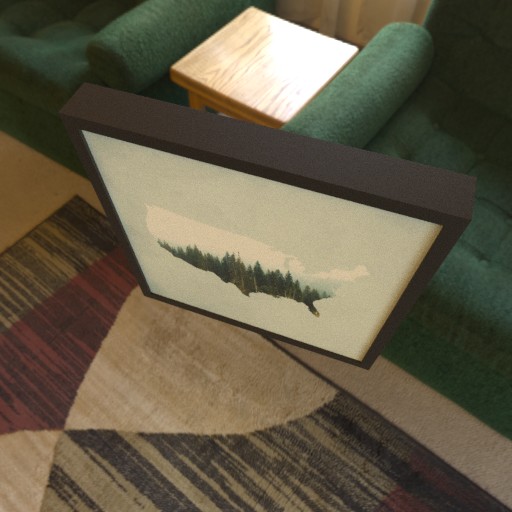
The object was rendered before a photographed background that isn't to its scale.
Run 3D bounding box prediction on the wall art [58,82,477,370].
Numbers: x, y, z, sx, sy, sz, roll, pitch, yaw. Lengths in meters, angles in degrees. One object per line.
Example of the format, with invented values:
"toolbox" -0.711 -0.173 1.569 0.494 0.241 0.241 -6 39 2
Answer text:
"wall art" 0.000 0.000 0.446 0.304 0.304 0.038 17 59 10
